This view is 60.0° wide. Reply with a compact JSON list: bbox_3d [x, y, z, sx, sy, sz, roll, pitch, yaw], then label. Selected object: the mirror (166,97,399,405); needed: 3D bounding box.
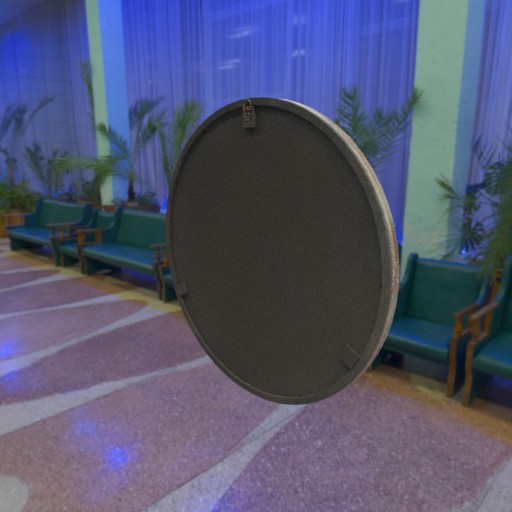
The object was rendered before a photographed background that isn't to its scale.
[{"bbox_3d":[0.000,0.000,1.053,0.710,0.710,0.038,13,18,44],"label":"mirror"}]
